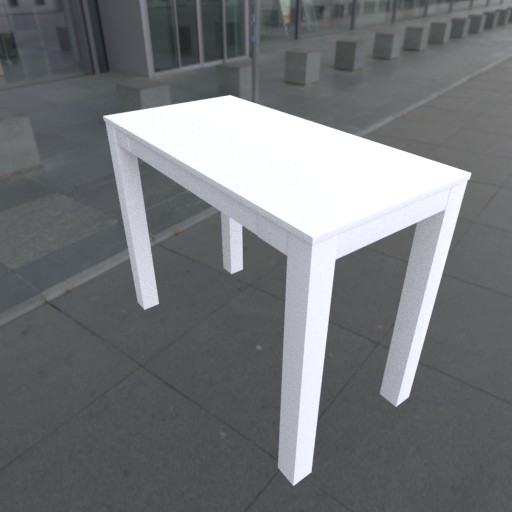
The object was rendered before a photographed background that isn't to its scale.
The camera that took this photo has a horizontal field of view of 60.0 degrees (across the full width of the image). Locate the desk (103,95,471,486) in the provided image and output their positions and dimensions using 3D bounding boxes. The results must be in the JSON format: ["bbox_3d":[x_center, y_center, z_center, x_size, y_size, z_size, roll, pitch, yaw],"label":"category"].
[{"bbox_3d":[0.000,0.000,1.432,0.497,0.762,0.990,-22,38,-31],"label":"desk"}]
